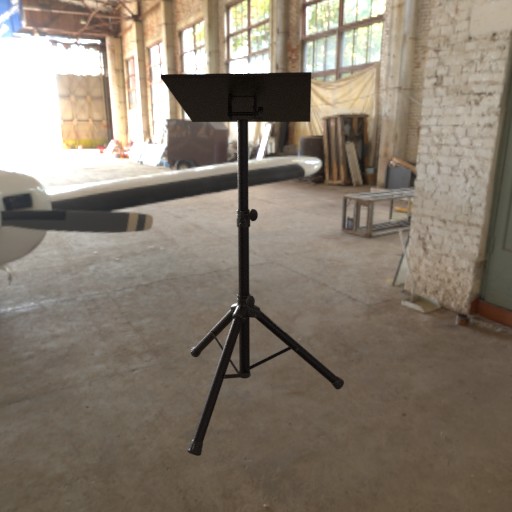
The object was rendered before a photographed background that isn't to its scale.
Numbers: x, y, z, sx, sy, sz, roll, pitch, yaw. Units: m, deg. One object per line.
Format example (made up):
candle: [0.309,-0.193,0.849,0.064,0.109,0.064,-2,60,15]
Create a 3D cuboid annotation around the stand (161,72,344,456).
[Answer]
stand: [0.000,0.000,1.593,0.702,1.198,0.702,2,16,7]
